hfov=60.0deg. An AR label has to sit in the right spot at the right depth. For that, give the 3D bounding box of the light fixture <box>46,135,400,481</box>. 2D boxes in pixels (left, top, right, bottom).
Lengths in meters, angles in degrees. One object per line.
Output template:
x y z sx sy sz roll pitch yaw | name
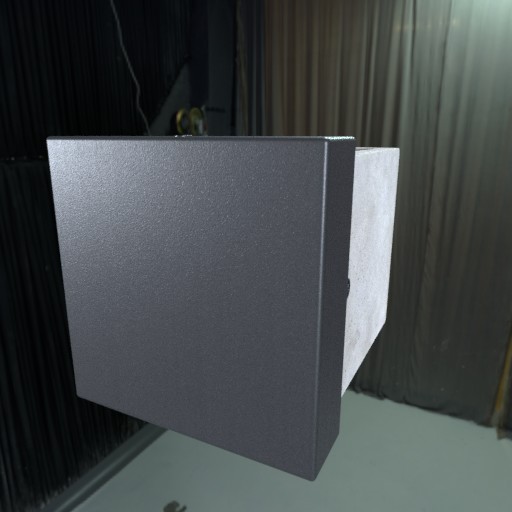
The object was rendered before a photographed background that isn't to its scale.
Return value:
0.000 0.000 0.231 0.121 0.121 0.143 8 17 26 | light fixture
